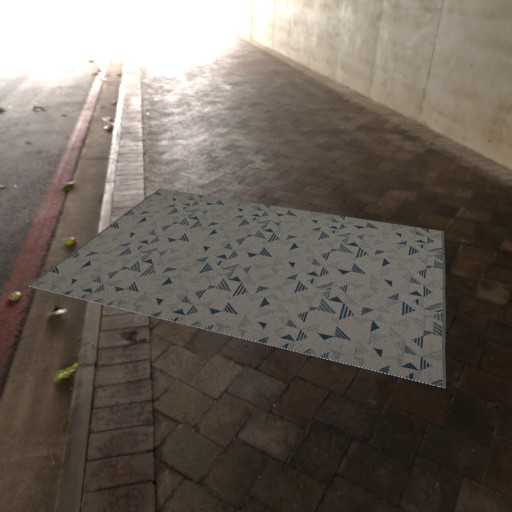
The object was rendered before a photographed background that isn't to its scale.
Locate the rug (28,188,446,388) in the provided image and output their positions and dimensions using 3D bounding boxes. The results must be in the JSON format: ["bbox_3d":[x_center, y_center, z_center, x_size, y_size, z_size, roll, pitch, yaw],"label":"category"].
[{"bbox_3d":[0.000,0.000,2.285,1.835,0.003,1.206,11,33,16],"label":"rug"}]
